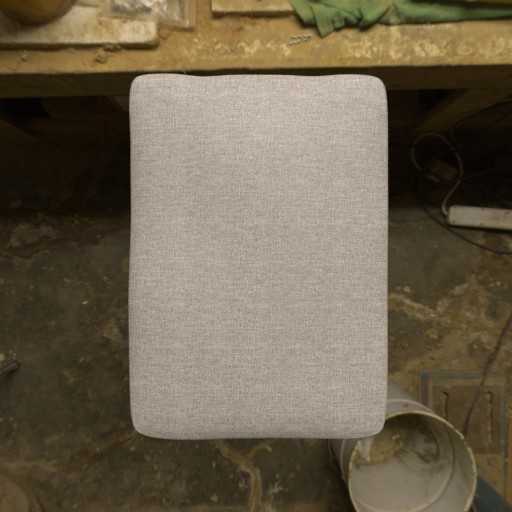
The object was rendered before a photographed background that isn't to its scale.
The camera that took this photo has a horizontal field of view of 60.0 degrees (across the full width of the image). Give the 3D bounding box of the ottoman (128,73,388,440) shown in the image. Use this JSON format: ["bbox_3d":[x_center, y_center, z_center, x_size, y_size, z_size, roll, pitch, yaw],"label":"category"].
[{"bbox_3d":[0.000,0.000,1.238,0.639,0.494,0.873,0,91,0],"label":"ottoman"}]
